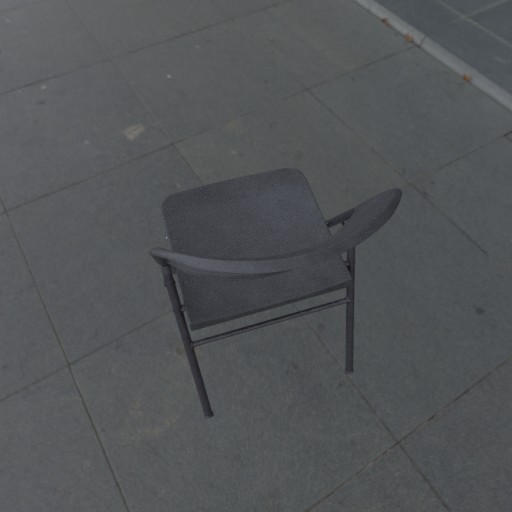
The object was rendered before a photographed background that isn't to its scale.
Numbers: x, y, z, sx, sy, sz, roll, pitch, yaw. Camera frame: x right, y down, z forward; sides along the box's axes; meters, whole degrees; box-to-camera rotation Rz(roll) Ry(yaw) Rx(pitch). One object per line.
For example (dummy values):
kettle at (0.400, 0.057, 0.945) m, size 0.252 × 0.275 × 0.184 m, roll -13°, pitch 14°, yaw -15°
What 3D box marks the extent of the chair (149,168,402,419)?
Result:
chair at (0.000, 0.000, 1.181) m, size 0.494 × 0.810 × 0.567 m, roll -15°, pitch 59°, yaw -9°
